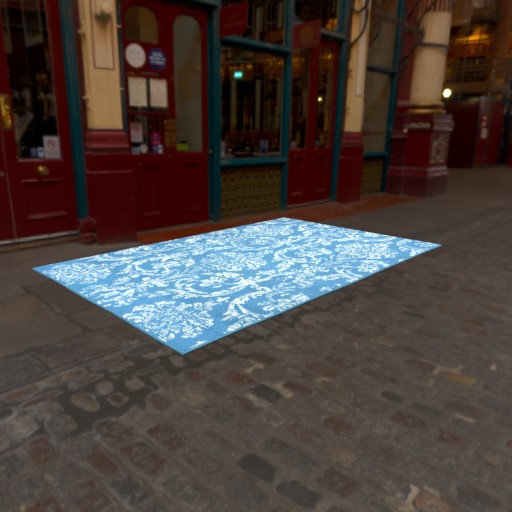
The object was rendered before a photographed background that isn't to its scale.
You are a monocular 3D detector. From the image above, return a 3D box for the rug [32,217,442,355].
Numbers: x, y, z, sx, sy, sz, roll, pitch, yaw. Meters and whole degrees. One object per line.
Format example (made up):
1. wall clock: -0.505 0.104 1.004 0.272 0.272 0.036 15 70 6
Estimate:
1. rug: 0.000 0.000 2.342 1.211 0.012 1.833 15 21 43
